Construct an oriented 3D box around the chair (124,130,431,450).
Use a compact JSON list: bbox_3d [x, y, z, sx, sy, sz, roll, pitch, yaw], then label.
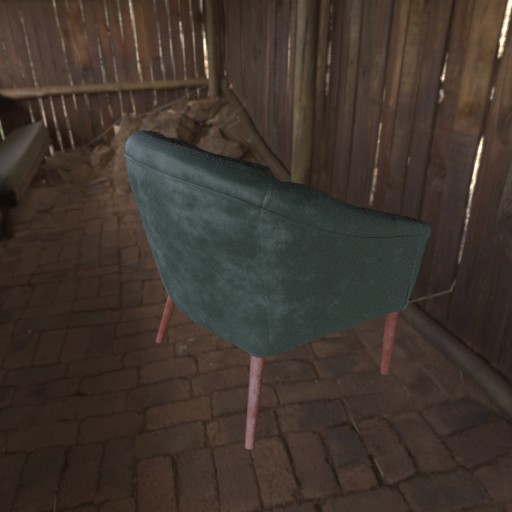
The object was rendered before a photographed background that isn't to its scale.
[{"bbox_3d":[0.000,0.000,1.519,0.776,0.885,0.851,-18,32,-32],"label":"chair"}]
